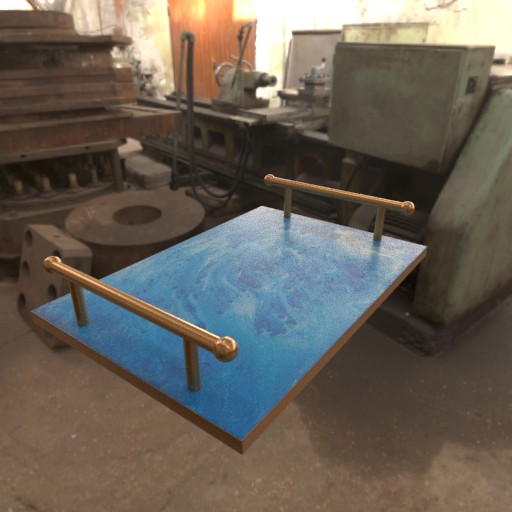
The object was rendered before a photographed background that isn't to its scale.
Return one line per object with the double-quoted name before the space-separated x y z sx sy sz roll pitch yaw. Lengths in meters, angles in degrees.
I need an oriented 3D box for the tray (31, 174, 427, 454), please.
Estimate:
"tray" 0.000 0.000 0.566 0.304 0.084 0.444 18 31 33
